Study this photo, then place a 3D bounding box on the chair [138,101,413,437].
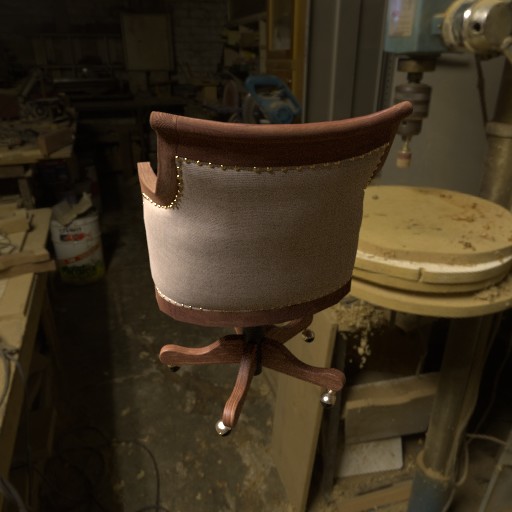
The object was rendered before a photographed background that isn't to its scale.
[{"bbox_3d":[0.000,0.000,1.402,0.656,0.965,0.689,-8,27,-15],"label":"chair"}]
